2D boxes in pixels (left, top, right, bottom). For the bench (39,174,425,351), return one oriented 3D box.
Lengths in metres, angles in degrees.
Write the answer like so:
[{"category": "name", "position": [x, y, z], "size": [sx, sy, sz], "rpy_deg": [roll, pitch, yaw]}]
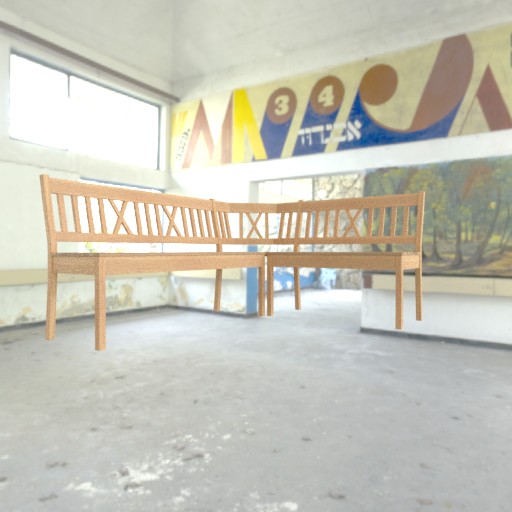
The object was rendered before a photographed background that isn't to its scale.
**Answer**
[{"category": "bench", "position": [0.000, 0.000, 2.779], "size": [1.537, 0.902, 1.937], "rpy_deg": [1, 1, 36]}]
